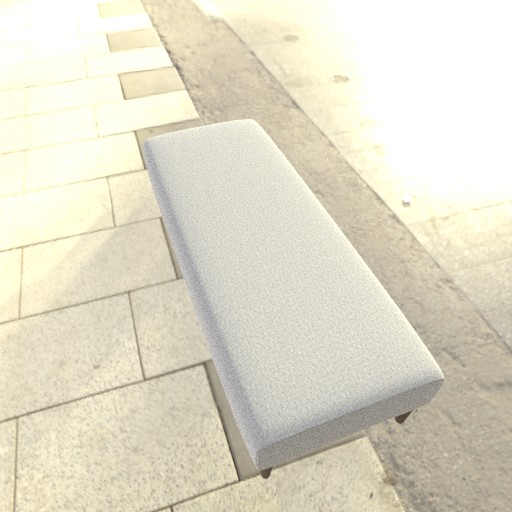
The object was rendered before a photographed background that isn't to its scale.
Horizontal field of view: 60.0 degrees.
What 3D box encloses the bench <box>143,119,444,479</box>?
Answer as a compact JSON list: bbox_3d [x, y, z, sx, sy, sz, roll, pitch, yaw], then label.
[{"bbox_3d":[0.000,0.000,1.842,0.631,0.383,1.598,-15,48,-14],"label":"bench"}]
